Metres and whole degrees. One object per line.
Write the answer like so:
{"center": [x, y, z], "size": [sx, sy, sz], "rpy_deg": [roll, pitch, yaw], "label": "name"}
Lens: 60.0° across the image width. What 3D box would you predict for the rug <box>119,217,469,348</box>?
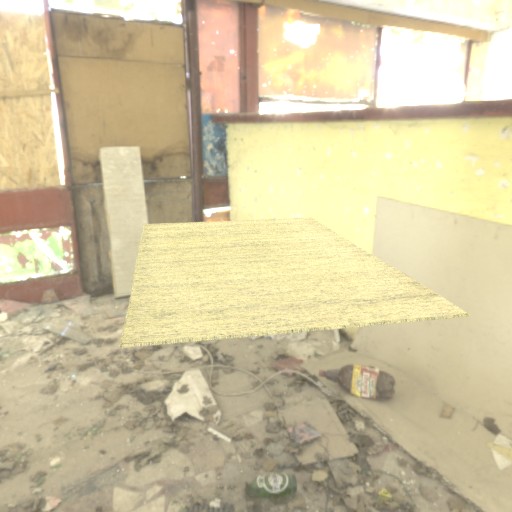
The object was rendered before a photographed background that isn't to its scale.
{"center": [0.000, 0.000, 2.898], "size": [1.523, 0.017, 2.263], "rpy_deg": [-3, 17, -11], "label": "rug"}
